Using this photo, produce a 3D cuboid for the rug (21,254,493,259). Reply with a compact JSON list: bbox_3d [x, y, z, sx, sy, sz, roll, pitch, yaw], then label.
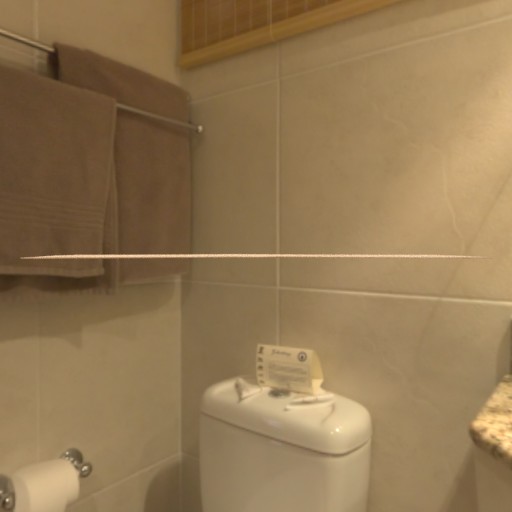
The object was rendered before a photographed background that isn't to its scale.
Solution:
[{"bbox_3d":[0.000,0.000,2.535,2.346,0.013,0.712,0,1,0],"label":"rug"}]
